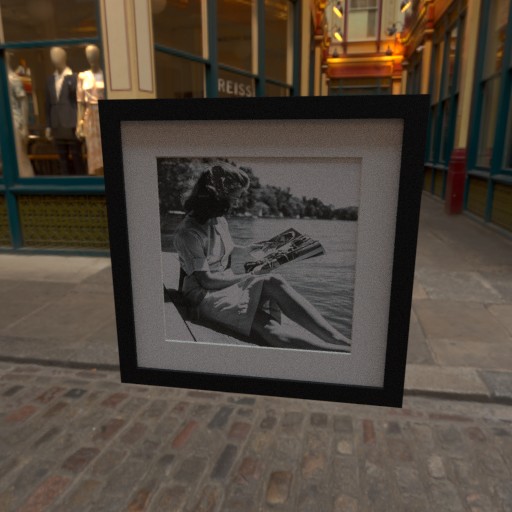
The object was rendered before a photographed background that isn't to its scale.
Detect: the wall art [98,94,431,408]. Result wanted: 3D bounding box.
[{"bbox_3d":[0.000,0.000,0.679,0.462,0.458,0.030,2,14,9],"label":"wall art"}]
